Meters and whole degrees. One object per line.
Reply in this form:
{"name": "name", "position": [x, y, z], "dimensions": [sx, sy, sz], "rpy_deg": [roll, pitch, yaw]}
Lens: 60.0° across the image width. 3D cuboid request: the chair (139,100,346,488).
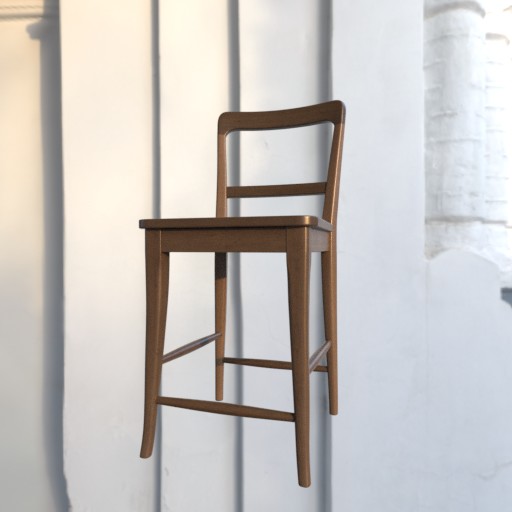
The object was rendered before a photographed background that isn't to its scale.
{"name": "chair", "position": [0.000, 0.000, 1.266], "dimensions": [0.450, 0.991, 0.546], "rpy_deg": [0, 1, 19]}
